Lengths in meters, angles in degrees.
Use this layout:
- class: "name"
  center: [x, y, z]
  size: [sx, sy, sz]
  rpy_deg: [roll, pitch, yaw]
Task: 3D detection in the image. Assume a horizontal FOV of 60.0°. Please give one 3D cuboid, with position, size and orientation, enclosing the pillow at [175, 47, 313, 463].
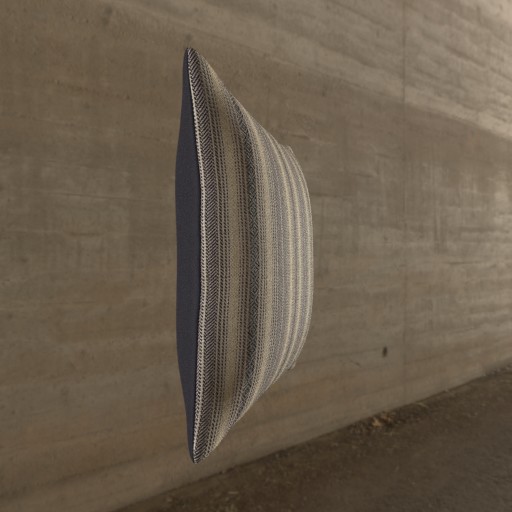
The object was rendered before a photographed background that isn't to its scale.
- class: "pillow"
  center: [0.000, 0.000, 0.781]
  size: [0.166, 0.508, 0.520]
  rpy_deg: [0, 0, 18]
